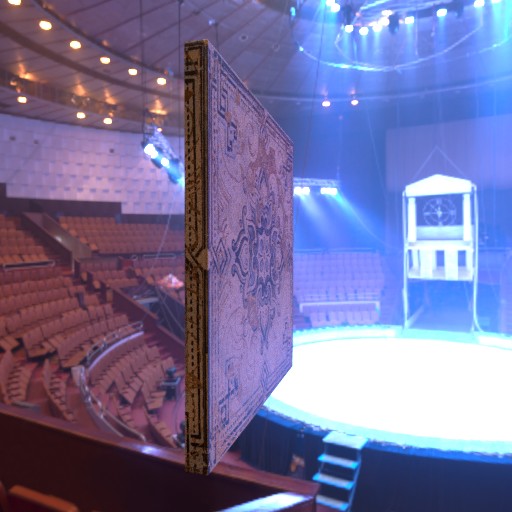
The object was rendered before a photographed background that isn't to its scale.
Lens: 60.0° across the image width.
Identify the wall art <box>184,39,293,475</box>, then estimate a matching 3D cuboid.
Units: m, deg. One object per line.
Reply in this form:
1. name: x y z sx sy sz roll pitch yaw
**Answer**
1. wall art: 0.000 0.000 0.911 0.036 0.607 0.609 0 1 16
